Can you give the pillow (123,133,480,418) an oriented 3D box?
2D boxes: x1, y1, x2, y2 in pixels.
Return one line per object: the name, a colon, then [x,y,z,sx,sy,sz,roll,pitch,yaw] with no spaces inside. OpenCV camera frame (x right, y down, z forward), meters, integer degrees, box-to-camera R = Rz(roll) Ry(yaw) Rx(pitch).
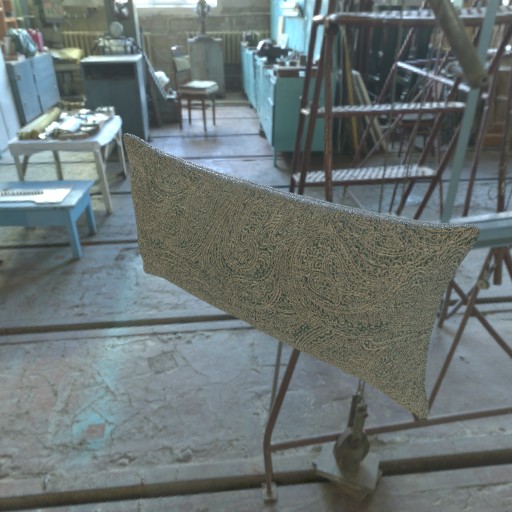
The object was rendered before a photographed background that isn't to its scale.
pillow: [0.000,0.000,0.711,0.615,0.295,0.151,22,36,33]
